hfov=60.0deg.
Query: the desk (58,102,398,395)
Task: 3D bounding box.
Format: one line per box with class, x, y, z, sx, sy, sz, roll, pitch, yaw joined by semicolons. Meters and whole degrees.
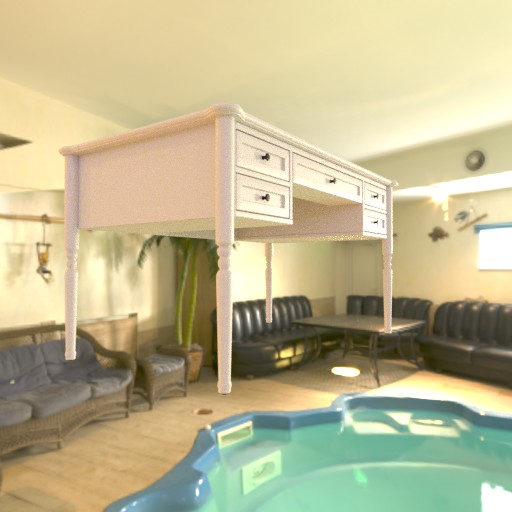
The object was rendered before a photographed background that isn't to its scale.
desk;0.000;0.000;1.902;0.807;0.762;1.380;-1;-2;36
